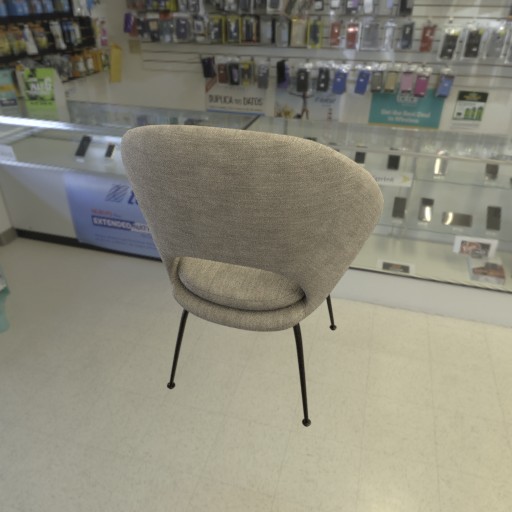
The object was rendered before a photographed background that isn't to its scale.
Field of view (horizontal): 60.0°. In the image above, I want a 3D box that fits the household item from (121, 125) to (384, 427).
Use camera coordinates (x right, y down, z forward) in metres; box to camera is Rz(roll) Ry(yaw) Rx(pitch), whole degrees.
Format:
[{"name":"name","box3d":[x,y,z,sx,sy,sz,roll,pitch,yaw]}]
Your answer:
[{"name":"household item","box3d":[0.000,0.000,1.259,0.643,0.869,0.587,10,33,16]}]
